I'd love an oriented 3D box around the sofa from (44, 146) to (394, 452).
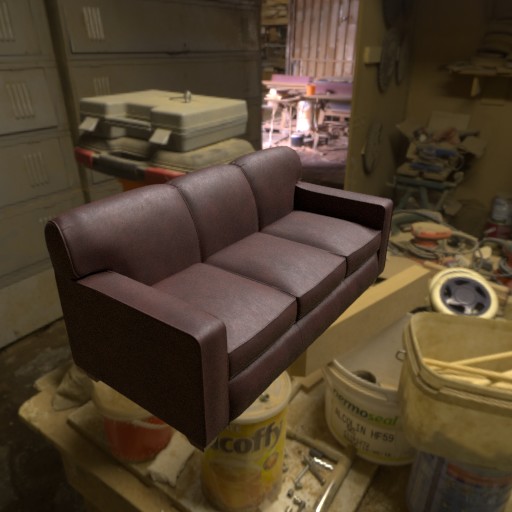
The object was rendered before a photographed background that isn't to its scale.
[{"bbox_3d":[0.000,0.000,2.677,1.008,0.953,2.039,17,31,32],"label":"sofa"}]
